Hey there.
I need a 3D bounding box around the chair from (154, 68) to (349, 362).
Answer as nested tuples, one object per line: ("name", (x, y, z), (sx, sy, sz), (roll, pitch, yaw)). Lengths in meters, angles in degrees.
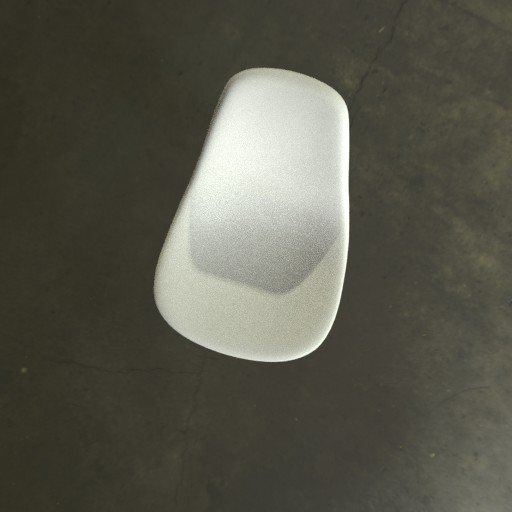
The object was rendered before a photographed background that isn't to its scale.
("chair", (0.000, 0.000, 1.179), (0.470, 0.826, 0.533), (15, 76, 4))
